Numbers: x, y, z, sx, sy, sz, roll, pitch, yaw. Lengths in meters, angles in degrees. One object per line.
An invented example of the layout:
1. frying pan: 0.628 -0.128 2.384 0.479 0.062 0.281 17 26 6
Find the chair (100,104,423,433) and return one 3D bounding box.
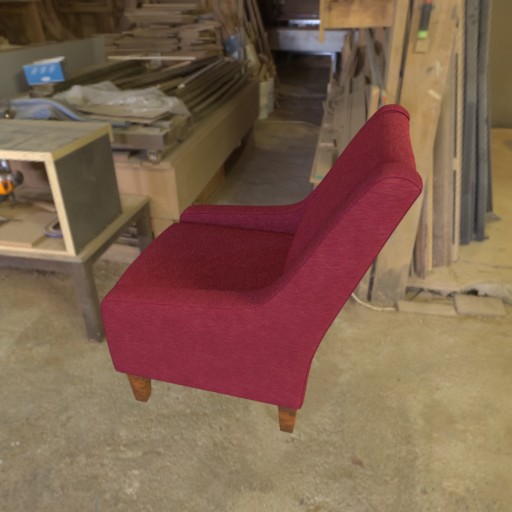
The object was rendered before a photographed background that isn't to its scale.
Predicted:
1. chair: 0.000 0.000 1.676 0.985 1.017 0.793 7 32 12
